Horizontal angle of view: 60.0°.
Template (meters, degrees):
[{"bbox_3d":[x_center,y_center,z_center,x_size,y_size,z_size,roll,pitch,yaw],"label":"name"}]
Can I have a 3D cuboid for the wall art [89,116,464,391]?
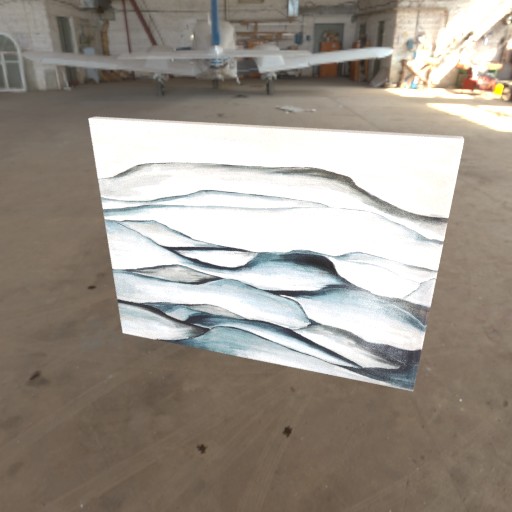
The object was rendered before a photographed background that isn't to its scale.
[{"bbox_3d":[0.000,0.000,1.604,1.219,0.915,0.039,8,27,15],"label":"wall art"}]
